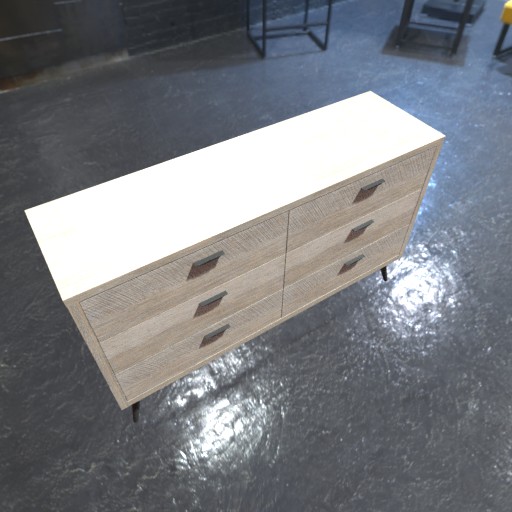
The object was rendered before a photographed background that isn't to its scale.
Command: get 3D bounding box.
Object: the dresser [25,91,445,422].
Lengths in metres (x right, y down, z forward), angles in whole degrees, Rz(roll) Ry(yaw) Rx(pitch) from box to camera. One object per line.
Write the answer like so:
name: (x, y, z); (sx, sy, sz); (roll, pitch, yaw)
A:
dresser: (0.000, 0.000, 1.948); (1.524, 0.914, 0.457); (-25, 52, -21)
